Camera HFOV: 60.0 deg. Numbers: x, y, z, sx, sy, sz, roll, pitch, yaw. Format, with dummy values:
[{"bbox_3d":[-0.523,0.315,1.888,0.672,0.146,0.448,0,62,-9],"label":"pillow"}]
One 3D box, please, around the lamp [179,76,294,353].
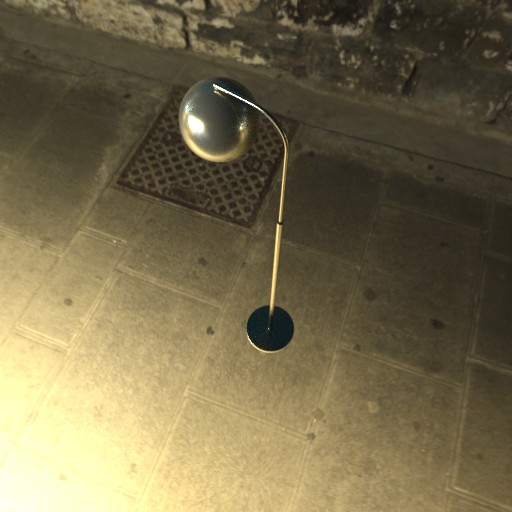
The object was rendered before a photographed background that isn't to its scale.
[{"bbox_3d":[0.000,0.000,1.675,0.431,1.526,0.250,32,68,15],"label":"lamp"}]
